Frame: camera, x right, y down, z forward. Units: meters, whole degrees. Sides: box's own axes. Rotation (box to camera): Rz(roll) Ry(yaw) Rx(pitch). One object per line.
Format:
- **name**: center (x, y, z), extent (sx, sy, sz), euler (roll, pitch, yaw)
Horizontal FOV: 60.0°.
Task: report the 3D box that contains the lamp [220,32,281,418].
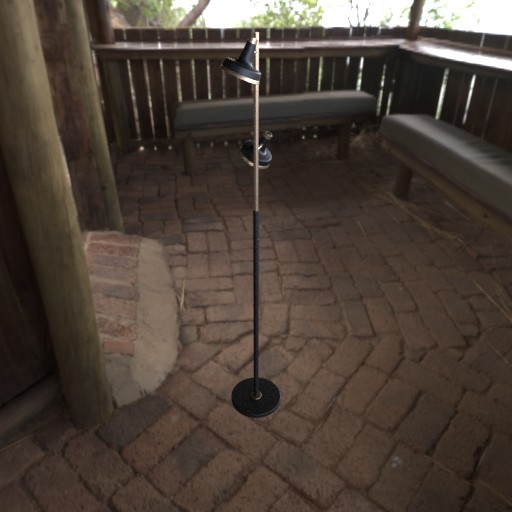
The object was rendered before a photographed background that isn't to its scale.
- **lamp**: center (0.000, 0.000, 1.856), extent (0.253, 1.674, 0.351), euler (8, 30, 13)
